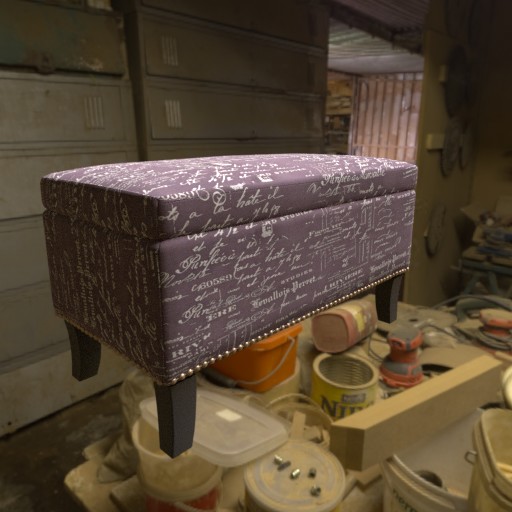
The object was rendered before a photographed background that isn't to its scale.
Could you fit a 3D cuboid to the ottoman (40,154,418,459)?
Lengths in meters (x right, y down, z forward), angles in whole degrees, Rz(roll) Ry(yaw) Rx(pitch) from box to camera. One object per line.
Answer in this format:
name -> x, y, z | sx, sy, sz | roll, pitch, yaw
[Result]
ottoman -> 0.000, 0.000, 1.043 | 0.406, 0.457, 0.813 | 15, 21, 42
